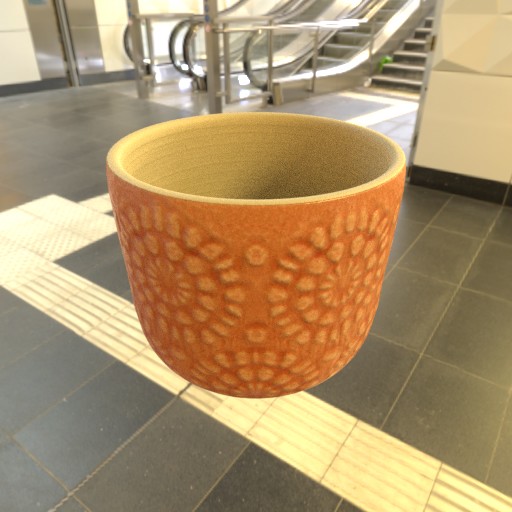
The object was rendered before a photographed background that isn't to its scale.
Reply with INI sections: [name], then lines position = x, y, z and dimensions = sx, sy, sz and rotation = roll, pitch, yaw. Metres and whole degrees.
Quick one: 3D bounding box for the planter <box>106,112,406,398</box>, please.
[planter]
position = 0.000, 0.000, 0.215
dimensions = 0.124, 0.109, 0.124
rotation = 0, 31, 0
